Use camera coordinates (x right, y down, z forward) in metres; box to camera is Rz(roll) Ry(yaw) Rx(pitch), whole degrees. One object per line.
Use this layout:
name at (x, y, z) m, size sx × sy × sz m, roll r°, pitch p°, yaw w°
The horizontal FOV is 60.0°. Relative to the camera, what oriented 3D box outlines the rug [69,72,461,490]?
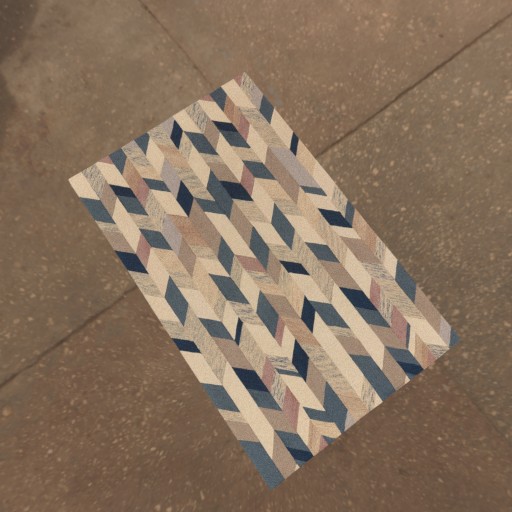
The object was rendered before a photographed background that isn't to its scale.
rug at (0.000, 0.000, 2.961) m, size 1.513 × 0.008 × 2.423 m, roll -34°, pitch 78°, yaw -8°
